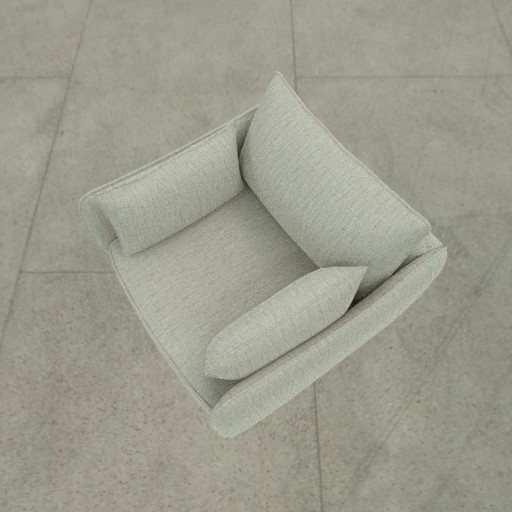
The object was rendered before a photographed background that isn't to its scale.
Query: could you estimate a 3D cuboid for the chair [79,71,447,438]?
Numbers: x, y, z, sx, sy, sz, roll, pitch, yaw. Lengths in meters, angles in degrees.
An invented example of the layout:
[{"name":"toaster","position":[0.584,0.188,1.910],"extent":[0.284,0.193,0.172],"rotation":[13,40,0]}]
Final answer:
[{"name":"chair","position":[0.000,0.000,1.728],"extent":[0.991,0.855,0.994],"rotation":[-32,67,-15]}]
